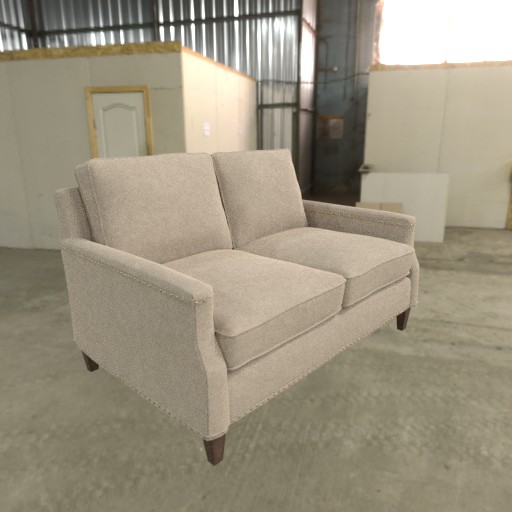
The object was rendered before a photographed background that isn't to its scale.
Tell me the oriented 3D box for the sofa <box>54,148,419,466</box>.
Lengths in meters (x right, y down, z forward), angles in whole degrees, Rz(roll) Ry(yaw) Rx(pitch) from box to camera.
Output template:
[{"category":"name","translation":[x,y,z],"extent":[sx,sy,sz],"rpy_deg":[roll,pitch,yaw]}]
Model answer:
[{"category":"sofa","translation":[0.000,0.000,2.232],"extent":[1.084,1.002,1.597],"rpy_deg":[15,22,41]}]
